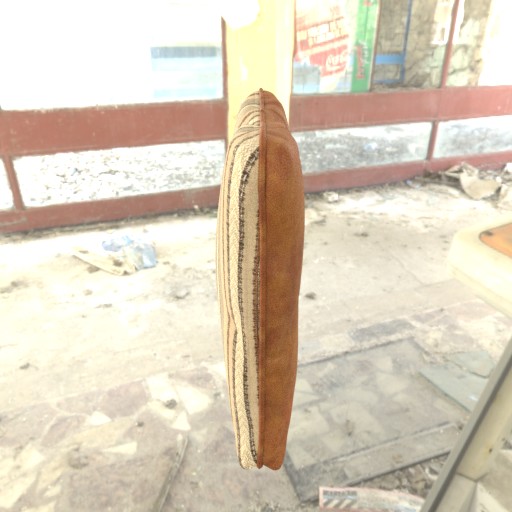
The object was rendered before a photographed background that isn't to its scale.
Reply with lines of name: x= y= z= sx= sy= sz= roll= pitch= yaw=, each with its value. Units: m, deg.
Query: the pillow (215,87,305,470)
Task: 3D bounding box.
pillow: x=0.000 y=0.000 z=0.740 sx=0.130 sy=0.490 sz=0.489 roll=0 pitch=27 yaw=0
